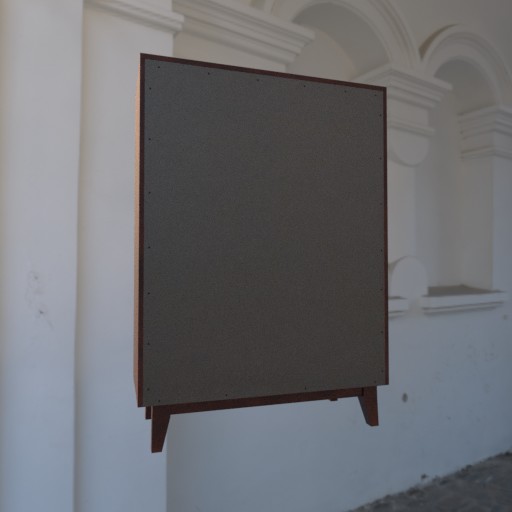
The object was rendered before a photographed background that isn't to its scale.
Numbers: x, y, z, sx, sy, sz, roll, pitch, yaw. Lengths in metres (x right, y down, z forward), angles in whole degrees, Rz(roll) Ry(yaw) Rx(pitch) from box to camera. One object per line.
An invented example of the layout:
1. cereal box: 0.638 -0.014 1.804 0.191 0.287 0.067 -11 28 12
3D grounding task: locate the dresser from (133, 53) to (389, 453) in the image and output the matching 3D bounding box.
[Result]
1. dresser: 0.000 0.000 2.052 1.072 1.514 0.506 0 -2 -17
